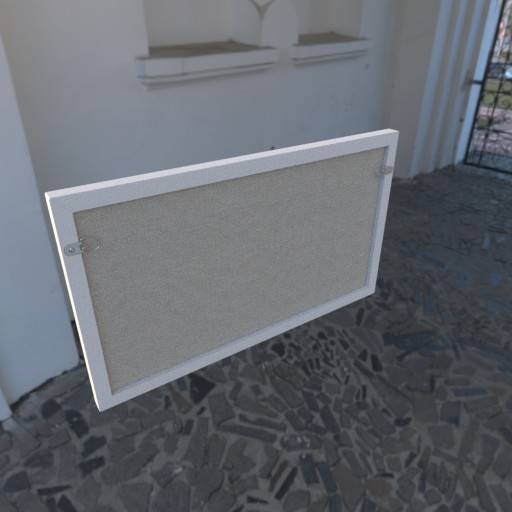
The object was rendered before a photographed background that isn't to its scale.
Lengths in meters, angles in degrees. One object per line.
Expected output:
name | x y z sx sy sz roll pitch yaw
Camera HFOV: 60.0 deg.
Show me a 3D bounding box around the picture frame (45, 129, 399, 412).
picture frame | 0.000 0.000 0.815 0.647 0.379 0.044 -18 33 -29
